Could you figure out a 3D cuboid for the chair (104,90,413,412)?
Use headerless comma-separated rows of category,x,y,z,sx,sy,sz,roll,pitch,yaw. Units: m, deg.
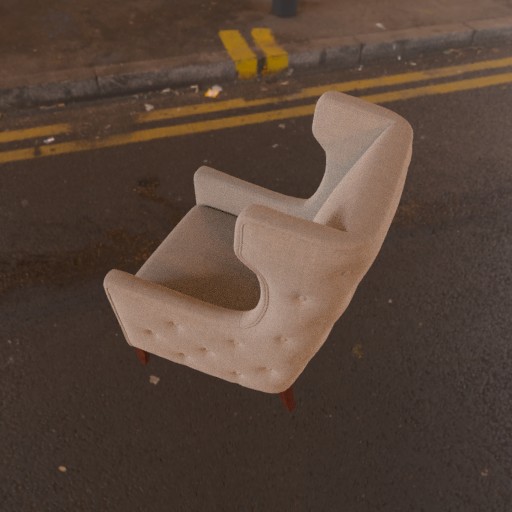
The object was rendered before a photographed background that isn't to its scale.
chair,0.000,0.000,1.705,0.899,1.079,0.778,18,49,16
